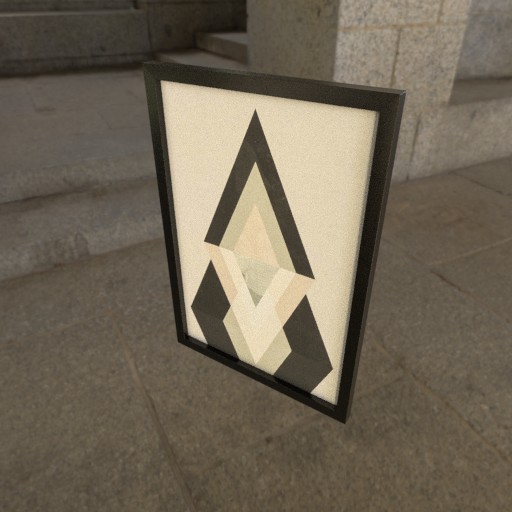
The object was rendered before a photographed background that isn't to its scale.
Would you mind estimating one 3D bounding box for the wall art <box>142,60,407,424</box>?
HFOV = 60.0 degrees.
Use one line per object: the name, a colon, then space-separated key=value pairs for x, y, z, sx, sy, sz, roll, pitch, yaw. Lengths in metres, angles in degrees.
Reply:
wall art: x=0.000 y=0.000 z=0.591 sx=0.314 sy=0.455 sz=0.019 roll=19 pitch=37 yaw=27
